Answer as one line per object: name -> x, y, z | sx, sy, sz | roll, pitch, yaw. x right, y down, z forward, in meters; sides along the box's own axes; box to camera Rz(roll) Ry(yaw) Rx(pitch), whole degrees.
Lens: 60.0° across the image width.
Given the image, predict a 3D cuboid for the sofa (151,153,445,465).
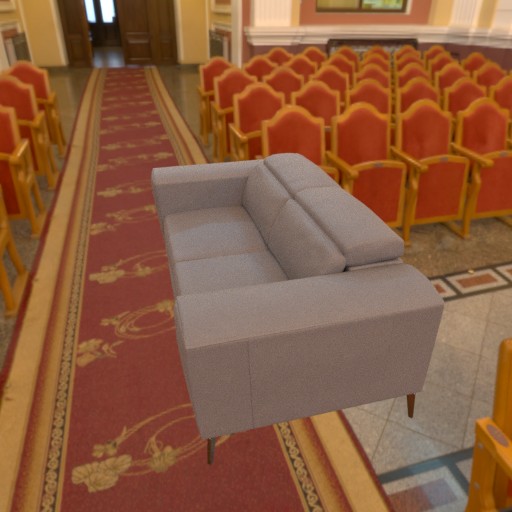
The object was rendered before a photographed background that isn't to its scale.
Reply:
sofa -> 0.000, 0.000, 2.446 | 1.003, 0.779, 1.895 | -7, 30, -13
